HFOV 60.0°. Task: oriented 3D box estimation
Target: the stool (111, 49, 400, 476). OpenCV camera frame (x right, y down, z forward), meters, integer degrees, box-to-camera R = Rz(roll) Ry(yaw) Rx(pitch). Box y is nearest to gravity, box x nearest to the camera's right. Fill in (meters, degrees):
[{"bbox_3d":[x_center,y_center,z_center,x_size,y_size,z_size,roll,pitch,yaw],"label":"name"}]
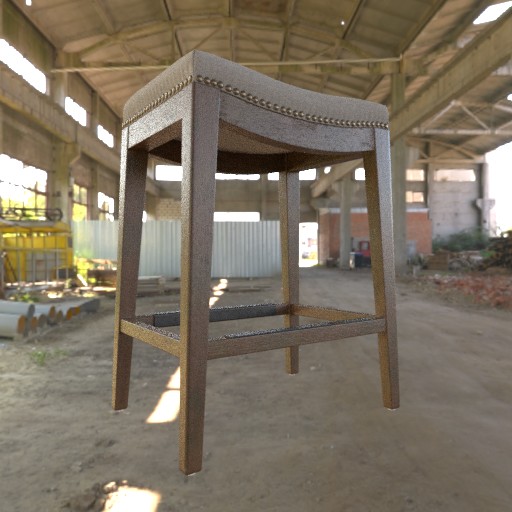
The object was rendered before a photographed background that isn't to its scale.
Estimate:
[{"bbox_3d":[0.000,0.000,0.948,0.508,0.660,0.356,0,1,-35],"label":"stool"}]
